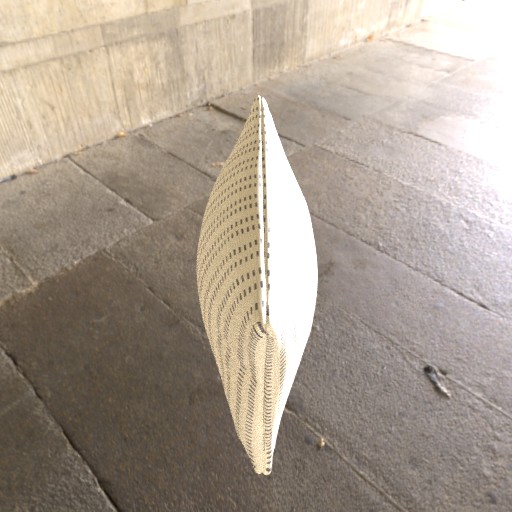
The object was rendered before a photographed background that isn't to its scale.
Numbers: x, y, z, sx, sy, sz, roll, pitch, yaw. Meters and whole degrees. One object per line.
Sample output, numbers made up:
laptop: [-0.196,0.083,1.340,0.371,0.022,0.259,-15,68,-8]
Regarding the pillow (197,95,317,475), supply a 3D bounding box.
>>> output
pillow: [0.000,0.000,0.809,0.210,0.353,0.640,0,41,0]
